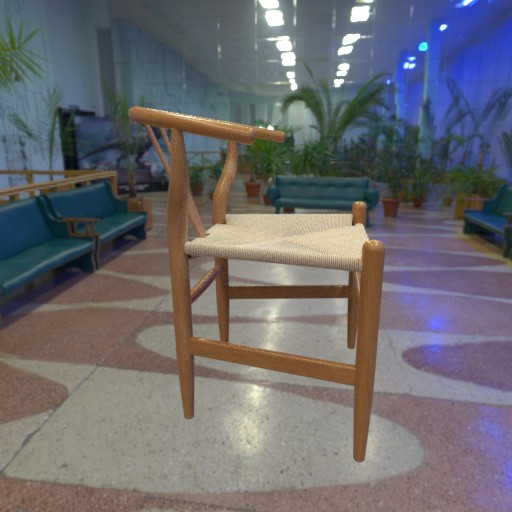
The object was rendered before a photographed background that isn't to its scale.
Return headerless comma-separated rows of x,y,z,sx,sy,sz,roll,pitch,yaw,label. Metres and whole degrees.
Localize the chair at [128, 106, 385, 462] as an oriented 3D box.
0.000,0.000,1.145,0.579,0.730,0.569,3,15,10,chair
